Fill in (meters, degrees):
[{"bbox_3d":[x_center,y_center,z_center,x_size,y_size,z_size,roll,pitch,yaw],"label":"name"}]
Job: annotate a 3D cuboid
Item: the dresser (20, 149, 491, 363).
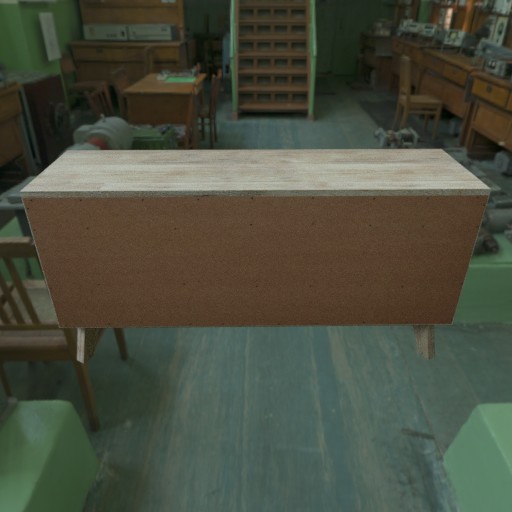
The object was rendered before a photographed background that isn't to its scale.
[{"bbox_3d":[0.000,0.000,1.901,1.602,0.788,0.455,0,31,-1],"label":"dresser"}]
